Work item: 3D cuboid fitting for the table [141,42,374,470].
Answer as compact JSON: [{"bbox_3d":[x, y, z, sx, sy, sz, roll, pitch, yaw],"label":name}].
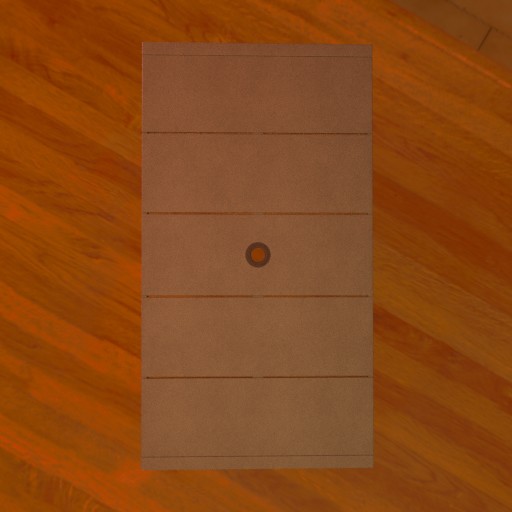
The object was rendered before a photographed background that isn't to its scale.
[{"bbox_3d":[0.000,0.000,2.111,0.914,0.735,1.680,0,89,-1],"label":"table"}]
